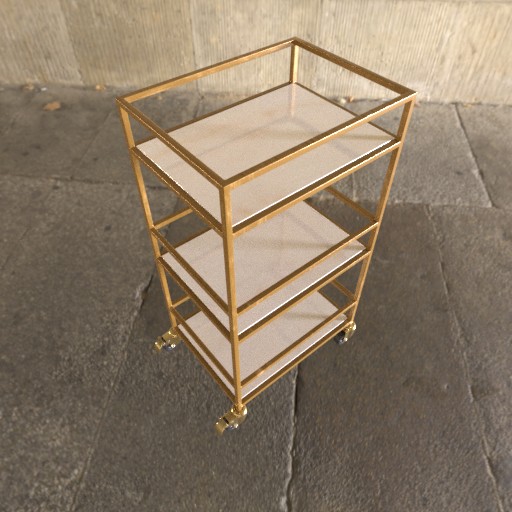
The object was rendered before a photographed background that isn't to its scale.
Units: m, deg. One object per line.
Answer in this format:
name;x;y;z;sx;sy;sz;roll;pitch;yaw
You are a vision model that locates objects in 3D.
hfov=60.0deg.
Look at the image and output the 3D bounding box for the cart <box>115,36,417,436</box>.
cart;0.000;0.000;1.010;0.483;0.761;0.332;-31;54;-25
